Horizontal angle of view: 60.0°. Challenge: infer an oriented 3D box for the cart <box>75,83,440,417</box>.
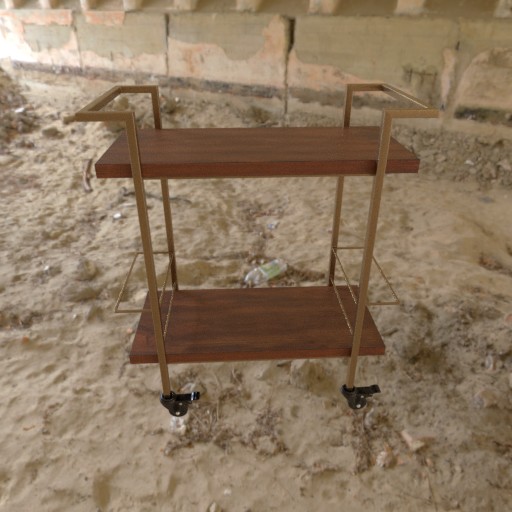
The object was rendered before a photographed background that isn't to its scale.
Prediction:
[{"bbox_3d":[0.000,0.000,1.170,0.695,0.807,0.364,-1,29,-3],"label":"cart"}]
